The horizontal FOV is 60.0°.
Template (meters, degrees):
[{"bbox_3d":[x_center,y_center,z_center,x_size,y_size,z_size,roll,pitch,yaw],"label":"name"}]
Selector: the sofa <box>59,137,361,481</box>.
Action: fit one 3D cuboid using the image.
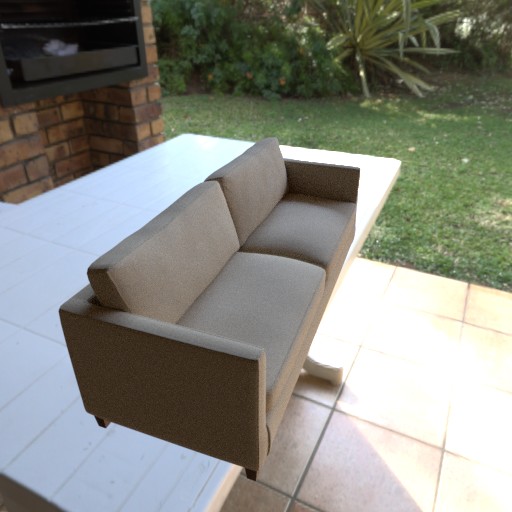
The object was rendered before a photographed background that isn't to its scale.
[{"bbox_3d":[0.000,0.000,2.807,0.951,0.968,2.361,11,31,18],"label":"sofa"}]
